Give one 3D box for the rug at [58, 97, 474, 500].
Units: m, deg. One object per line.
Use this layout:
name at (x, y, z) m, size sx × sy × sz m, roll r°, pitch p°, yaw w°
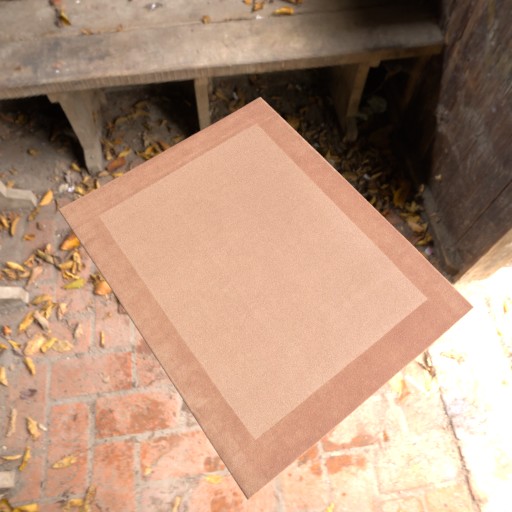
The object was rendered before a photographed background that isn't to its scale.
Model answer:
rug at (0.000, 0.000, 4.025) m, size 2.431 × 0.021 × 3.057 m, roll -34°, pitch 69°, yaw -15°
